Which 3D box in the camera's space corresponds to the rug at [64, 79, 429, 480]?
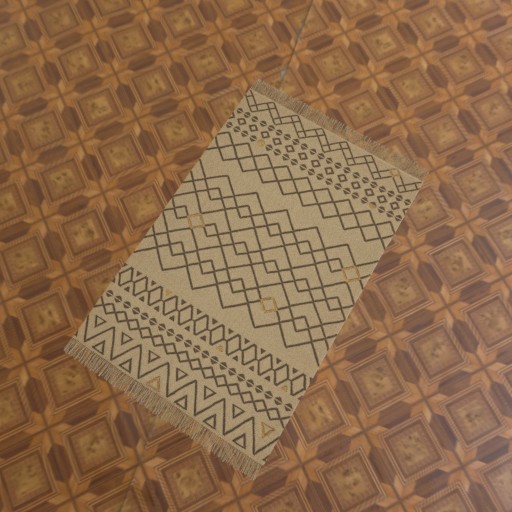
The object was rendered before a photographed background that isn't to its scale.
[{"bbox_3d":[0.000,0.000,3.091,1.495,0.035,2.472,31,77,8],"label":"rug"}]
